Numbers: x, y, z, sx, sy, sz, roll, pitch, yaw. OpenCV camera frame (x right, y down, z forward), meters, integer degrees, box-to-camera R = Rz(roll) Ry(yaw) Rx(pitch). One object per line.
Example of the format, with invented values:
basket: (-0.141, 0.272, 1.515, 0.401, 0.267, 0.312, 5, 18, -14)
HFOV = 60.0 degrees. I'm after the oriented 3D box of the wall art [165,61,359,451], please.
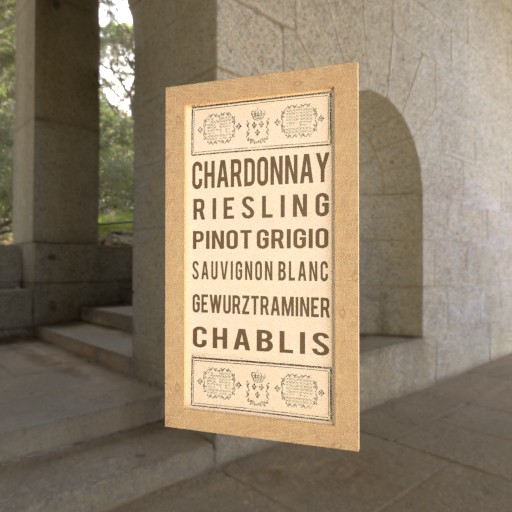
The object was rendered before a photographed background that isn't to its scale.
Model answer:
wall art: (0.000, 0.000, 0.841, 0.381, 0.683, 0.013, 0, -1, 18)
